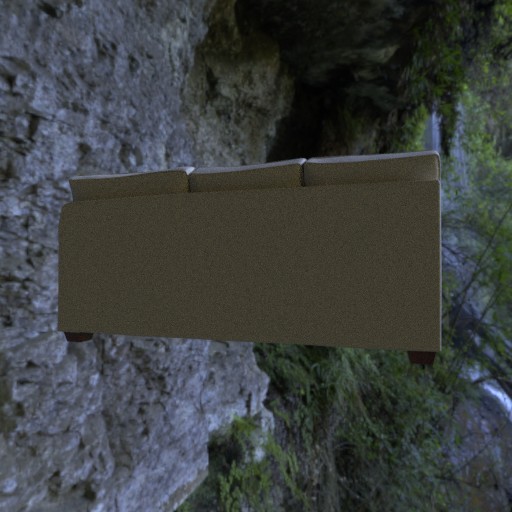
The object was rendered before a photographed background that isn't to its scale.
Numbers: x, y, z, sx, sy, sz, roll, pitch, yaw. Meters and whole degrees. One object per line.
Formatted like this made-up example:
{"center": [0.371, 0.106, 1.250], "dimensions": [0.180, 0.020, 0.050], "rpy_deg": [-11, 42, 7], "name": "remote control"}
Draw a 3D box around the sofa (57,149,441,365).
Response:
{"center": [0.000, 0.000, 2.596], "dimensions": [1.963, 0.946, 1.034], "rpy_deg": [0, -1, 18], "name": "sofa"}
